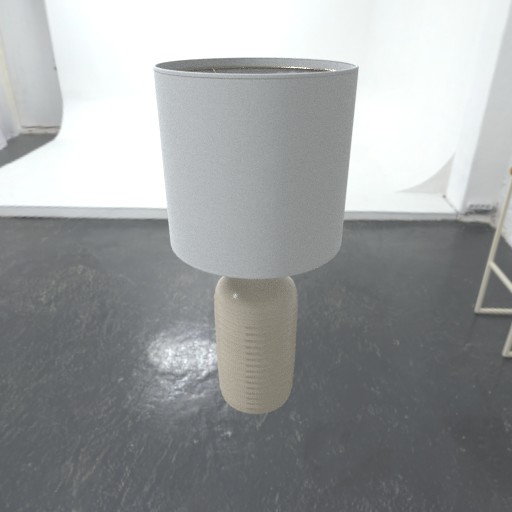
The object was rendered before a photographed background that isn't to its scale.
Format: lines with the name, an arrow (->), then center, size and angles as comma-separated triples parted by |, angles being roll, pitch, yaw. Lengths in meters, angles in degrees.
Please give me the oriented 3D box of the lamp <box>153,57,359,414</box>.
lamp -> 0.000, 0.000, 0.596 | 0.220, 0.475, 0.220 | -8, 29, -15
